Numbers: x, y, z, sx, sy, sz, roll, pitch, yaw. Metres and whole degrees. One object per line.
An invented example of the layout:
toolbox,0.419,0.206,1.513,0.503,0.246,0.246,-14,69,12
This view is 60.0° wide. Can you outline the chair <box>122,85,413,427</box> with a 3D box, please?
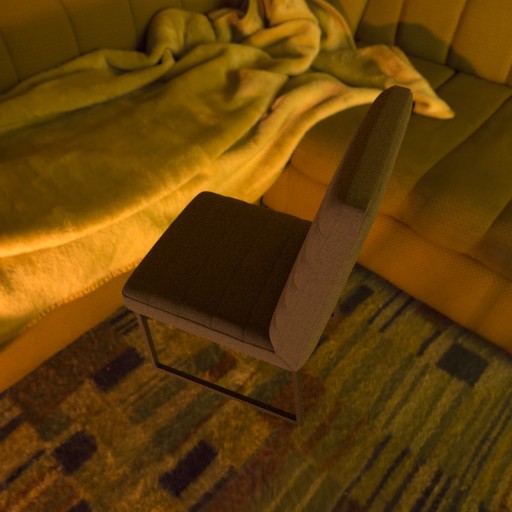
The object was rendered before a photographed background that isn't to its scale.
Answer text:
chair,0.000,0.000,1.302,0.634,0.930,0.520,16,48,15
